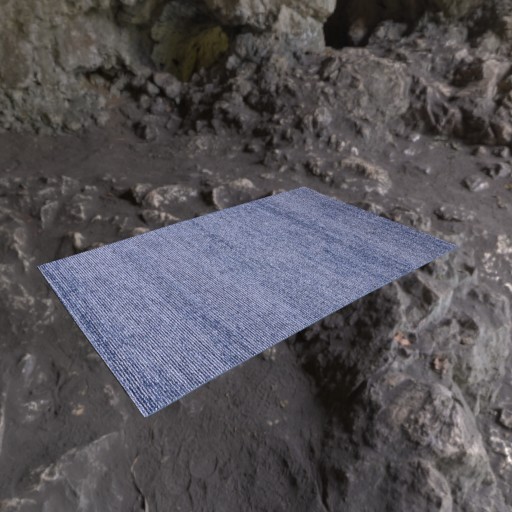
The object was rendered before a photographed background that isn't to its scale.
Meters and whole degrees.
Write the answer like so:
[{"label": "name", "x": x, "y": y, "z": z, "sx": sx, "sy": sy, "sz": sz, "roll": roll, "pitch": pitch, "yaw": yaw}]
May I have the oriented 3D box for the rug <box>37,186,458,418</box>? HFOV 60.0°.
[{"label": "rug", "x": 0.000, "y": 0.000, "z": 2.206, "sx": 1.777, "sy": 0.021, "sz": 1.145, "roll": -21, "pitch": 35, "yaw": -33}]
